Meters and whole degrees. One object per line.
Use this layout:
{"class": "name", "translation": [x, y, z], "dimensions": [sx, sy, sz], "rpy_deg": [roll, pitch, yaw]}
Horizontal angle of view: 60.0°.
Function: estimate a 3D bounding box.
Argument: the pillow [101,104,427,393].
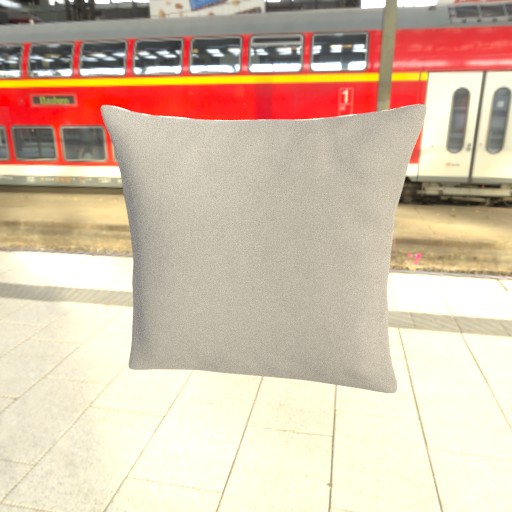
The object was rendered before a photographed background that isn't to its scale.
{"class": "pillow", "translation": [0.000, 0.000, 0.782], "dimensions": [0.526, 0.507, 0.166], "rpy_deg": [3, 17, 9]}
